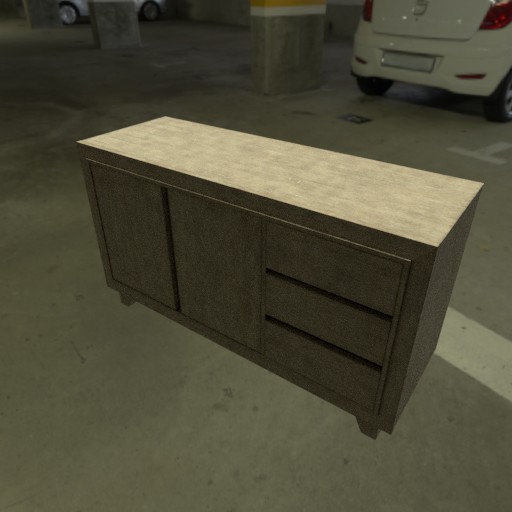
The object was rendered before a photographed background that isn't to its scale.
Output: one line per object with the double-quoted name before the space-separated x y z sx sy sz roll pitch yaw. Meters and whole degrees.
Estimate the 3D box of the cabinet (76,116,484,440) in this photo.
"cabinet" 0.000 0.000 1.844 1.460 0.825 0.511 21 37 30
